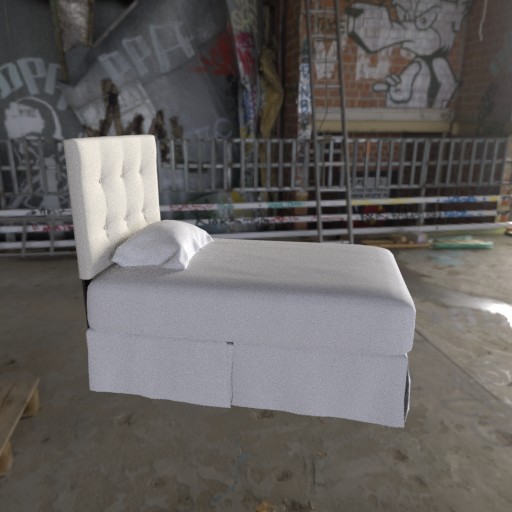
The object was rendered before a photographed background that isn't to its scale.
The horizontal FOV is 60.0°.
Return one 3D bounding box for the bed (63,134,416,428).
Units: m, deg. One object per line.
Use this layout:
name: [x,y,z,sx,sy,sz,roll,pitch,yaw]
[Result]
bed: [0.000,0.000,3.020,1.997,1.571,1.261,3,17,10]
